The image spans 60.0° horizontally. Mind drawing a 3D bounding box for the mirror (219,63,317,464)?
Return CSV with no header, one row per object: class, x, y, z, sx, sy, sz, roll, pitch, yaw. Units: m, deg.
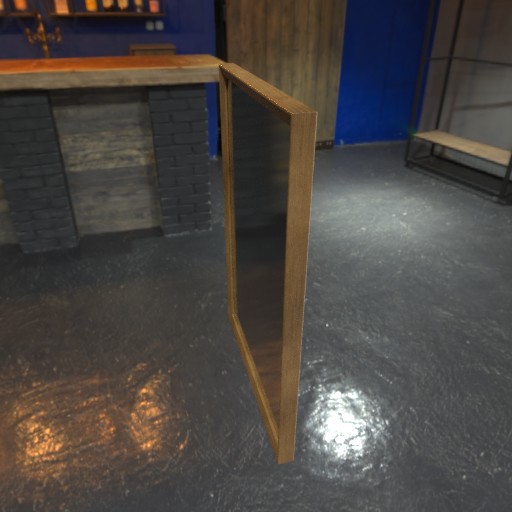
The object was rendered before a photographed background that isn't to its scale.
mirror,0.000,0.000,0.956,0.039,0.711,0.508,-8,31,-13
